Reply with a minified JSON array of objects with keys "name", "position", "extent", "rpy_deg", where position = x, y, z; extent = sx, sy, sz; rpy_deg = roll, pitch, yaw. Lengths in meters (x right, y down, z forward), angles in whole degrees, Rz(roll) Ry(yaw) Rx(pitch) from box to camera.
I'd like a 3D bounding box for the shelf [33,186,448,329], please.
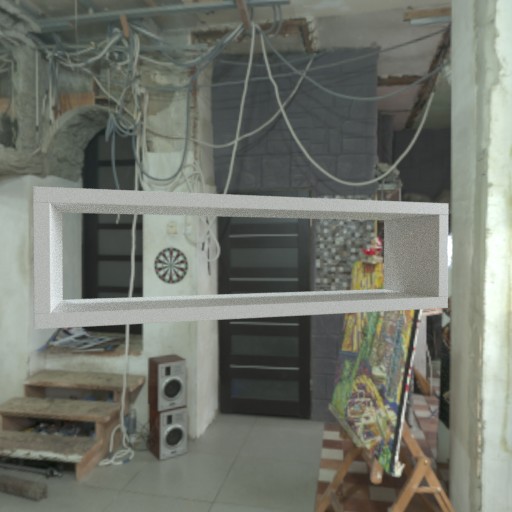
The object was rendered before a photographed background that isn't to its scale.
[{"name":"shelf","position":[0.000,0.000,0.696],"extent":[0.610,0.170,0.150],"rpy_deg":[0,1,-19]}]
